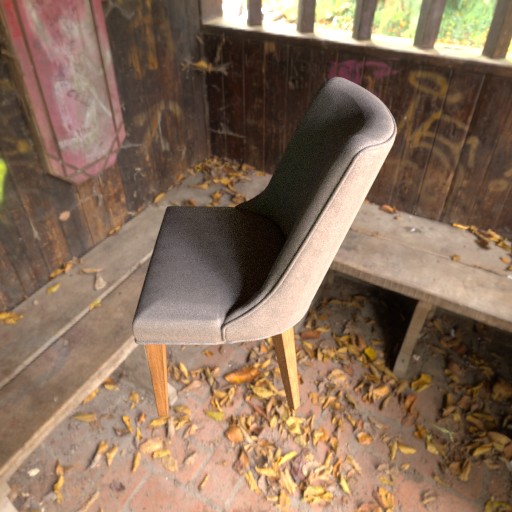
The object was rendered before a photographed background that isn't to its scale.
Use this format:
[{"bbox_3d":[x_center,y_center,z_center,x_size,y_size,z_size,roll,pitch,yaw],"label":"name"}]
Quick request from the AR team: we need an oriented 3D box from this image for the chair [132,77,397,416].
[{"bbox_3d":[0.000,0.000,1.315,0.636,0.916,0.548,0,40,0],"label":"chair"}]
